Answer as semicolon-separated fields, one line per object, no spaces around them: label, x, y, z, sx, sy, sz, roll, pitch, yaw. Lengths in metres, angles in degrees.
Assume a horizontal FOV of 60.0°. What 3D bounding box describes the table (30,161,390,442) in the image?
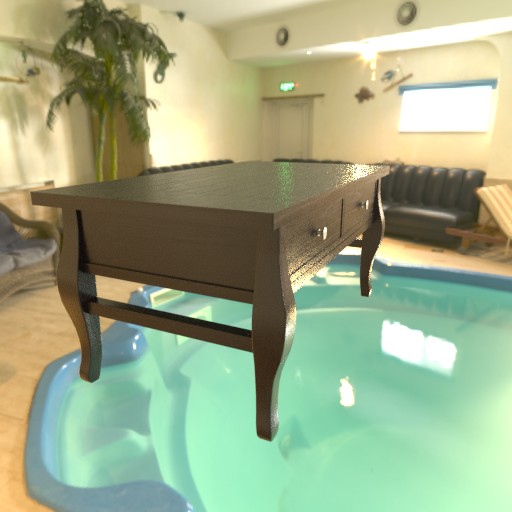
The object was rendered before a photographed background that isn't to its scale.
table;0.000;0.000;1.374;0.600;0.494;1.062;8;18;25
